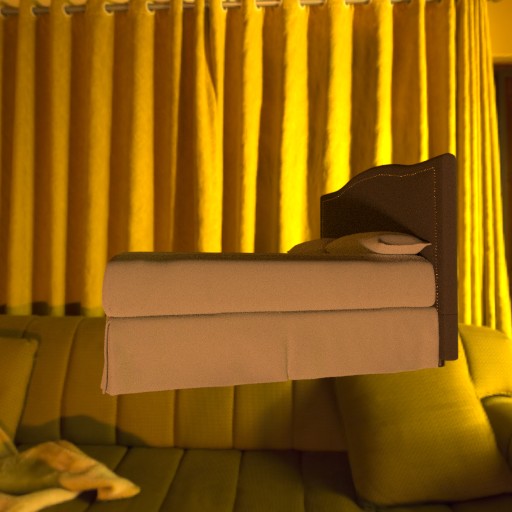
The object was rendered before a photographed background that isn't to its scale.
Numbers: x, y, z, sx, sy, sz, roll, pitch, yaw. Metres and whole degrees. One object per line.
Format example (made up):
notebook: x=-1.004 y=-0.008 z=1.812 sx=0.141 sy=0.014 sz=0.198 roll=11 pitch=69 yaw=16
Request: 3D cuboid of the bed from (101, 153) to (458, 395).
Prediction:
bed: x=0.000 y=0.000 z=3.134 sx=2.036 sy=1.387 sz=1.666 roll=0 pitch=-2 yaw=-18
